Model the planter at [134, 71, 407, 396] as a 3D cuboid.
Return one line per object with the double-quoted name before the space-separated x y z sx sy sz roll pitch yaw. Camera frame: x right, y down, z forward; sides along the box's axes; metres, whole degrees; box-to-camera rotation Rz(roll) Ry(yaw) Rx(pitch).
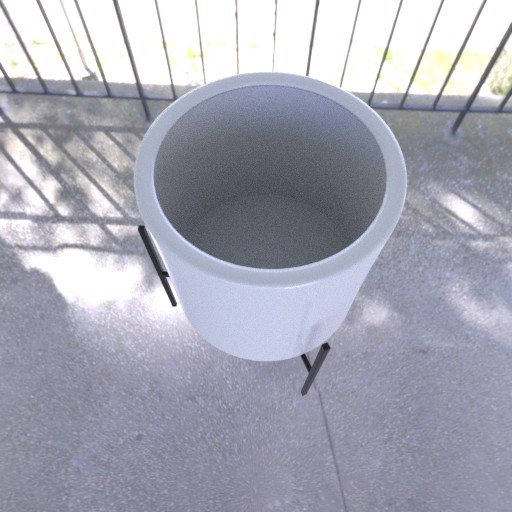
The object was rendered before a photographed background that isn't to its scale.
"planter" 0.000 0.000 0.744 0.361 0.480 0.360 2 62 1
